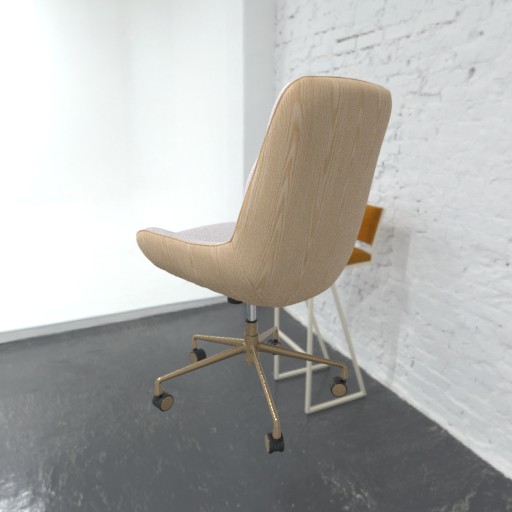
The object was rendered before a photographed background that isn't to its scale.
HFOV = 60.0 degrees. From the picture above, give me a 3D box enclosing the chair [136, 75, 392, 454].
[{"bbox_3d":[0.000,0.000,1.335,0.668,0.952,0.564,15,21,42],"label":"chair"}]
